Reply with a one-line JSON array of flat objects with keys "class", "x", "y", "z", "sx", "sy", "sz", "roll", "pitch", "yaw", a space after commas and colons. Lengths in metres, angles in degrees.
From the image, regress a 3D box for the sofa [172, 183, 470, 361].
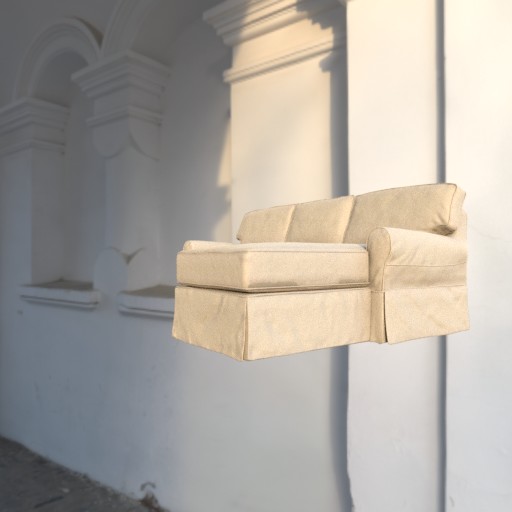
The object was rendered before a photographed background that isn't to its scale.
[{"class": "sofa", "x": 0.000, "y": 0.000, "z": 3.359, "sx": 1.733, "sy": 0.978, "sz": 2.475, "roll": 0, "pitch": 0, "yaw": -36}]
